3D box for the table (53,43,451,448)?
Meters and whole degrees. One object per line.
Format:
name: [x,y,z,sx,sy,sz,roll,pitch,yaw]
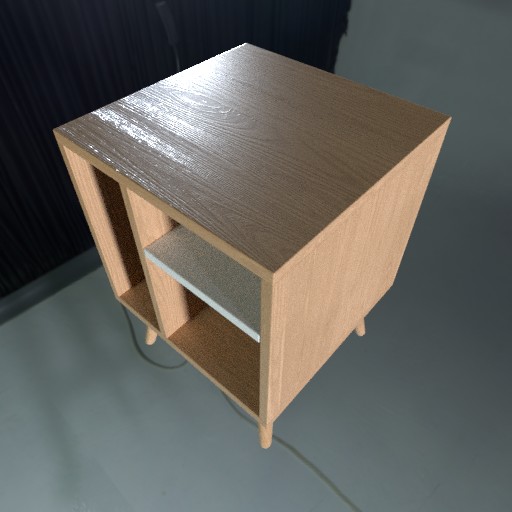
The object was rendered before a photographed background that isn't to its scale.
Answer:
table: [0.000,0.000,0.827,0.400,0.550,0.400,33,55,27]
